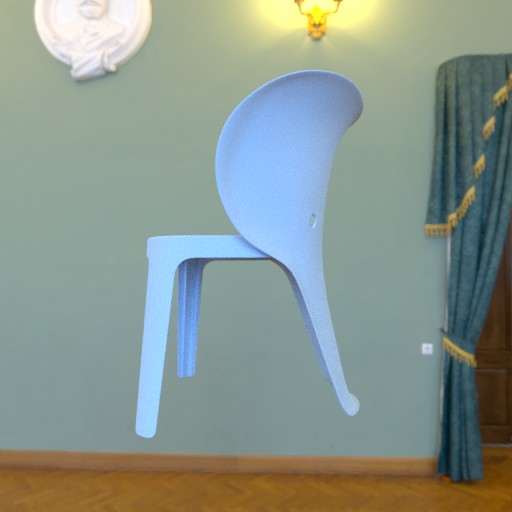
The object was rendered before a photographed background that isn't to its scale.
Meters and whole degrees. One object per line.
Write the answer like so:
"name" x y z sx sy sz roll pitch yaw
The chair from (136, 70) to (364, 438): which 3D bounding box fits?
"chair" 0.000 0.000 0.854 0.402 0.554 0.451 0 -1 1
